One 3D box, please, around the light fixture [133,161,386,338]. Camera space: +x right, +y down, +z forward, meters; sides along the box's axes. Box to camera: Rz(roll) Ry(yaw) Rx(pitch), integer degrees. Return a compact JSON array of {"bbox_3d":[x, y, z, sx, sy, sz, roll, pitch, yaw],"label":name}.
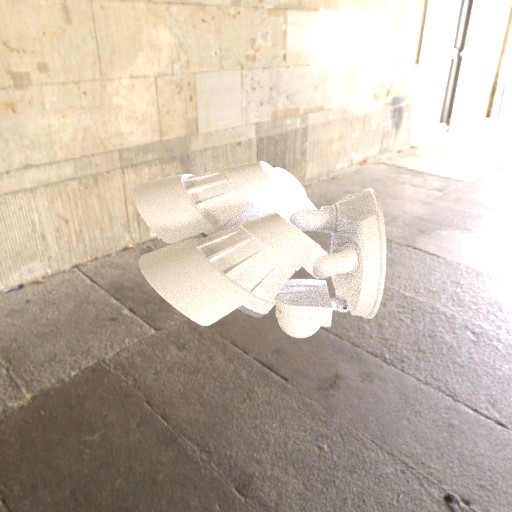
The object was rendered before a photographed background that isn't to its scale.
[{"bbox_3d":[0.000,0.000,0.554,0.278,0.237,0.369,0,27,0],"label":"light fixture"}]
